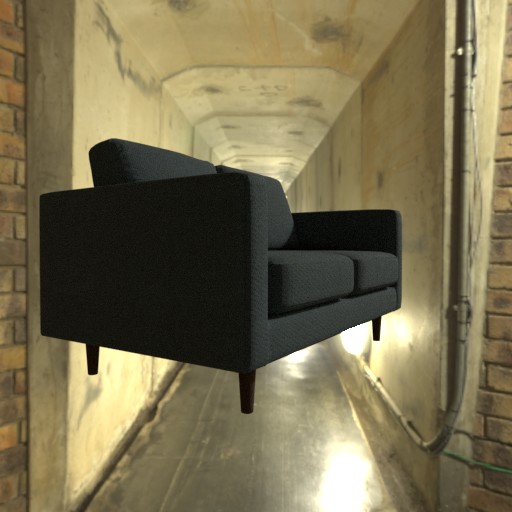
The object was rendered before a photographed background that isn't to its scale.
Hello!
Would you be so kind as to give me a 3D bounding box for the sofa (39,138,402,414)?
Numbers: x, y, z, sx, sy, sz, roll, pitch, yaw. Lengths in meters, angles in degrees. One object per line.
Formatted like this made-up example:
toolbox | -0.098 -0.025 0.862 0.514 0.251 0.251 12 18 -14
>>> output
sofa | 0.000 0.000 2.061 0.999 0.930 1.518 1 1 33
